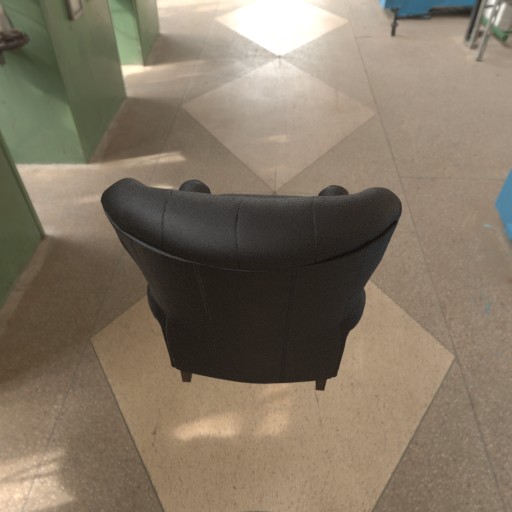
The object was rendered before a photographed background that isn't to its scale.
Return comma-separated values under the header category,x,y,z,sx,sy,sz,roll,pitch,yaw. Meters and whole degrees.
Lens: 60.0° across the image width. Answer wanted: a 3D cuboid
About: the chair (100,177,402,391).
category,x,y,z,sx,sy,sz,roll,pitch,yaw
chair,0.000,0.000,1.937,0.948,1.158,1.058,3,44,3
